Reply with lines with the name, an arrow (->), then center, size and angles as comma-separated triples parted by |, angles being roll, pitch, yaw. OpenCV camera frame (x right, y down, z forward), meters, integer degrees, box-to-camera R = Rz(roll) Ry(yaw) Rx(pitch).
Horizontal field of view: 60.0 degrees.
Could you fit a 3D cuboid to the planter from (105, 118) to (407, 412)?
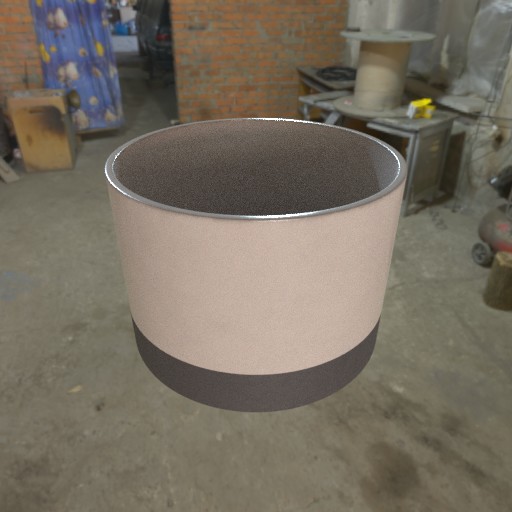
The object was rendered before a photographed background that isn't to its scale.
planter -> 0.000, 0.000, 0.222 | 0.128, 0.105, 0.128 | 0, 31, 0
